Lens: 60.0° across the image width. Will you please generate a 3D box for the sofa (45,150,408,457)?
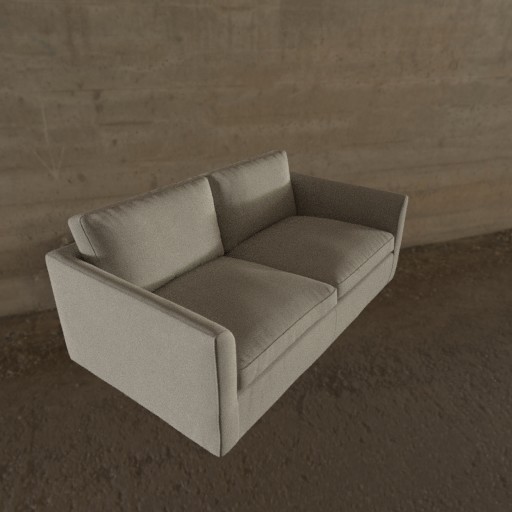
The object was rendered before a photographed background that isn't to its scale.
[{"bbox_3d":[0.000,0.000,2.568,1.091,0.839,1.905,18,32,32],"label":"sofa"}]
